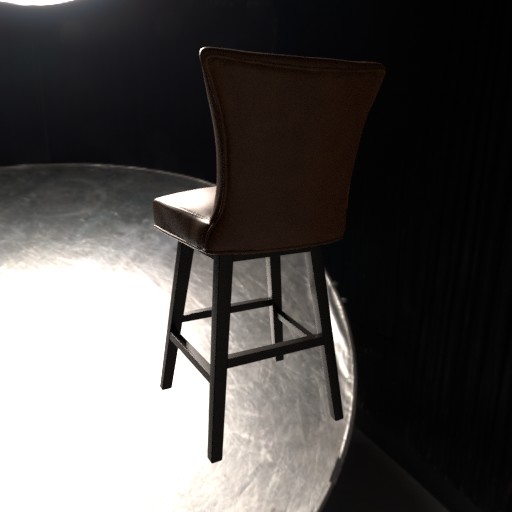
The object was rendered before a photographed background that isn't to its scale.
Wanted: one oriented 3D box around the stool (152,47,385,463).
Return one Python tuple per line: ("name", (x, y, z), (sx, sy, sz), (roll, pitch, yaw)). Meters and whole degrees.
("stool", (0.000, 0.000, 1.389), (0.522, 1.094, 0.585), (-7, 17, -26))
